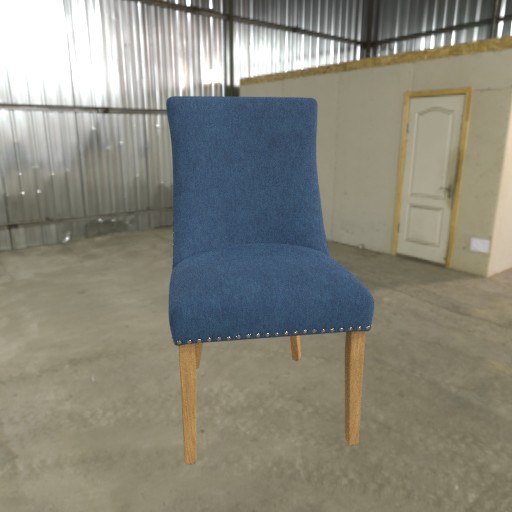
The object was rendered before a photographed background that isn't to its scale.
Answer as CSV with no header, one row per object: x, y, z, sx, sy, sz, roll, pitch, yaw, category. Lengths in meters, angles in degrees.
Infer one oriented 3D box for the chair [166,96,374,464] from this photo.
0.000,0.000,1.281,0.495,0.902,0.610,-3,16,-9,chair
